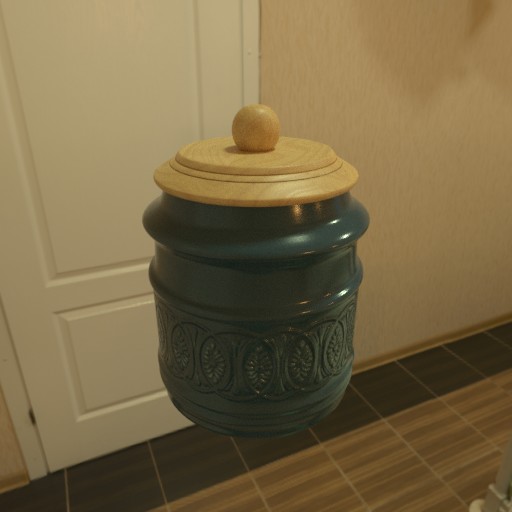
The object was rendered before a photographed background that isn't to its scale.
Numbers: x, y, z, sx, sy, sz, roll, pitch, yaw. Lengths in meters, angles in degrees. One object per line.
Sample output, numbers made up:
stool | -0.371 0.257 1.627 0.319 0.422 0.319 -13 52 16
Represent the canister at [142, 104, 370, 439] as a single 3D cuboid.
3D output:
canister | 0.000 0.000 0.271 0.130 0.176 0.130 0 25 0
